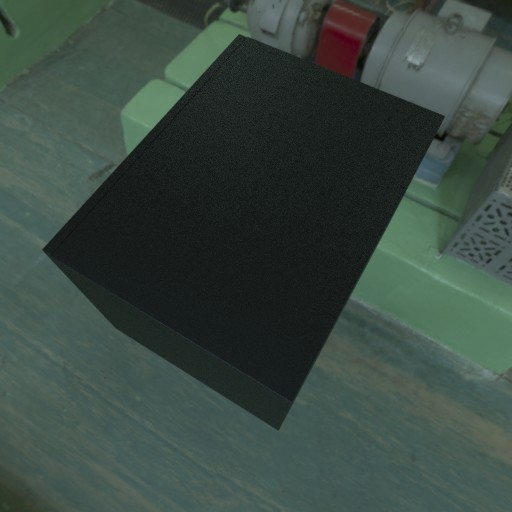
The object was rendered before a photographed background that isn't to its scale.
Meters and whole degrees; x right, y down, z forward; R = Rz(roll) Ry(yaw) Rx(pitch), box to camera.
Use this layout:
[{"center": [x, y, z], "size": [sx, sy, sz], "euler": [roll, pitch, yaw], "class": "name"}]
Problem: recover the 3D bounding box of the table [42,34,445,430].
[{"center": [0.000, 0.000, 0.984], "size": [0.441, 0.584, 0.564], "euler": [28, 67, 13], "class": "table"}]
